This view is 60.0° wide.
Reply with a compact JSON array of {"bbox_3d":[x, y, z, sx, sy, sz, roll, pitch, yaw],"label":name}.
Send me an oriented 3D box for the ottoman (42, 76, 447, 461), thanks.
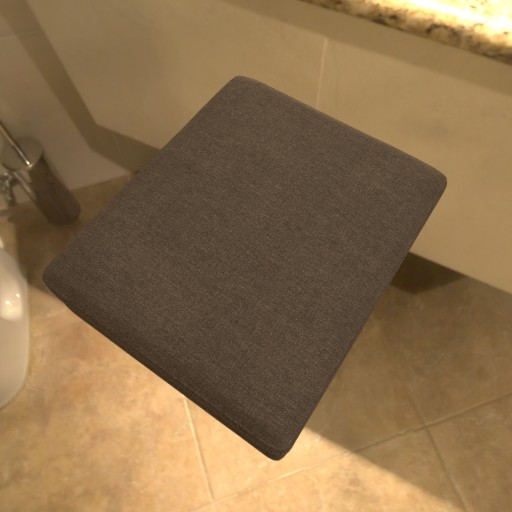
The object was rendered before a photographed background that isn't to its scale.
[{"bbox_3d":[0.000,0.000,1.247,0.693,0.474,0.821,32,68,14],"label":"ottoman"}]
